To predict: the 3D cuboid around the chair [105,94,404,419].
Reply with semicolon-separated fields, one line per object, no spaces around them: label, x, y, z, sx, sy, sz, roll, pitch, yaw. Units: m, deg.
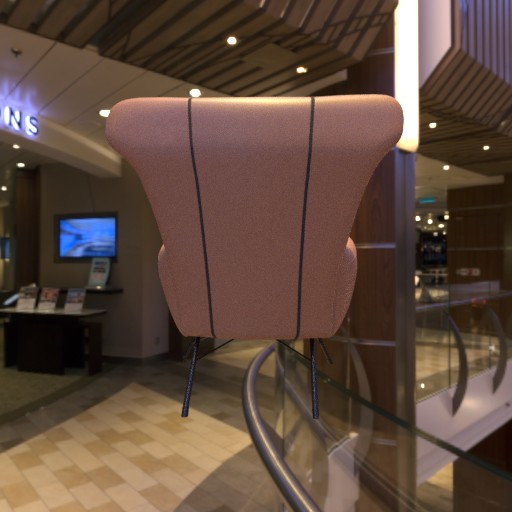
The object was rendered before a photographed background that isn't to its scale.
chair;0.000;0.000;1.758;0.980;1.050;0.900;0;-1;2
